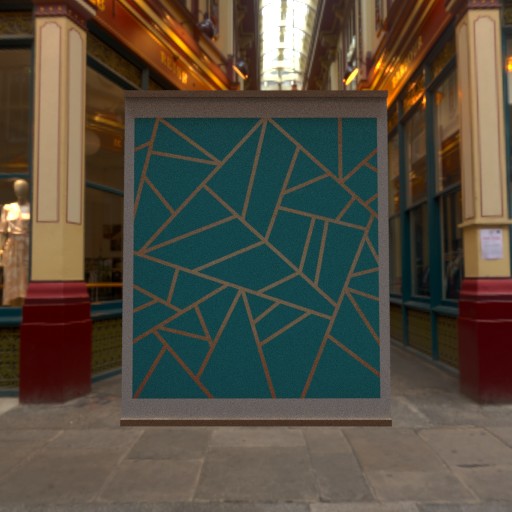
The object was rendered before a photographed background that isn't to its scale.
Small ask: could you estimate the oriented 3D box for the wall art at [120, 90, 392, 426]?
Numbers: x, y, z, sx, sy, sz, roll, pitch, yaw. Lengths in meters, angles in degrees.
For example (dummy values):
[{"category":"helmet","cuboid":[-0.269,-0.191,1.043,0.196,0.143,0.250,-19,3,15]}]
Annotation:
[{"category":"wall art","cuboid":[0.000,0.000,0.676,0.405,0.508,0.012,0,-2,0]}]
